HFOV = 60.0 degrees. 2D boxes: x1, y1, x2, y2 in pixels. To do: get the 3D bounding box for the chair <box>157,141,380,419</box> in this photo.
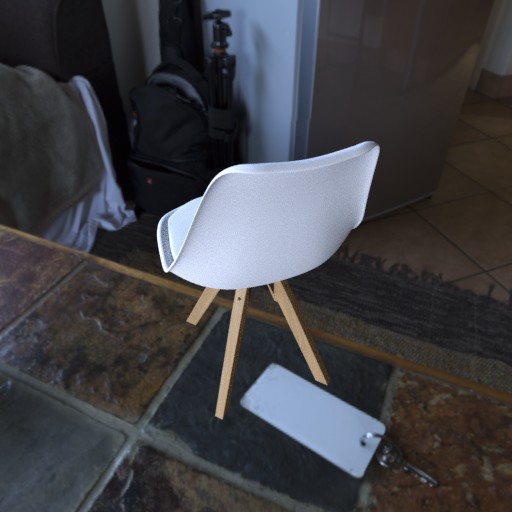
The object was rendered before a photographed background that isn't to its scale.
[{"bbox_3d":[0.000,0.000,1.164,0.485,0.849,0.550,-13,43,-15],"label":"chair"}]
